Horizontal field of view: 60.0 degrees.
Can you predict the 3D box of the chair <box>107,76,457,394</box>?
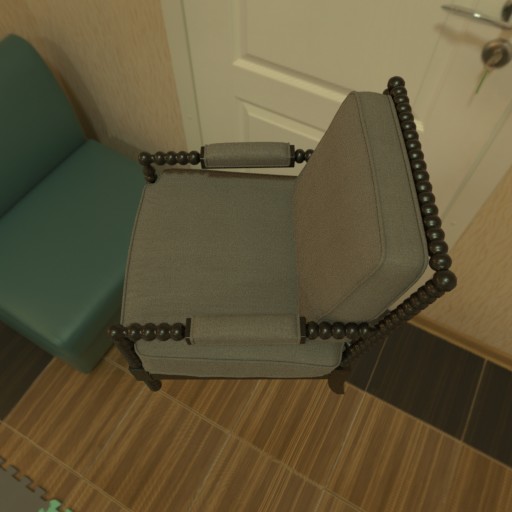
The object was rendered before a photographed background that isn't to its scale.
[{"bbox_3d":[0.000,0.000,1.072,0.622,0.661,0.540,0,59,0],"label":"chair"}]
